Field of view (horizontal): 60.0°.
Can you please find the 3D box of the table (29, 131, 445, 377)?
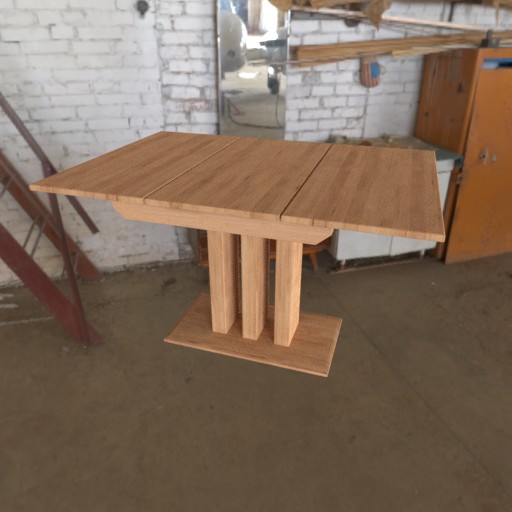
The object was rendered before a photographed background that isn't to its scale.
[{"bbox_3d":[0.000,0.000,1.854,1.300,0.770,0.900,9,29,16],"label":"table"}]
